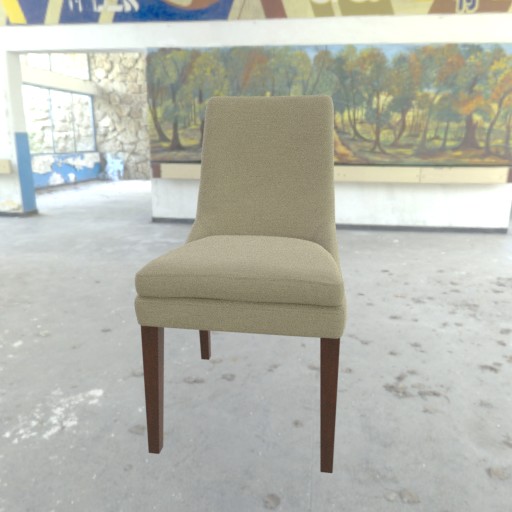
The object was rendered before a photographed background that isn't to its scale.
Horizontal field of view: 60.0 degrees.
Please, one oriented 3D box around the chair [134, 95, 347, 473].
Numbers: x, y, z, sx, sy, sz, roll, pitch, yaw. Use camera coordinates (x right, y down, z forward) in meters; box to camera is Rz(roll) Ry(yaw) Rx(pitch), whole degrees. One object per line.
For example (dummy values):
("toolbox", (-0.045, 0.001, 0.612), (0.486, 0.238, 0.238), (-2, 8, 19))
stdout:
("chair", (0.000, 0.000, 1.307), (0.515, 0.940, 0.638), (2, 15, 9))
